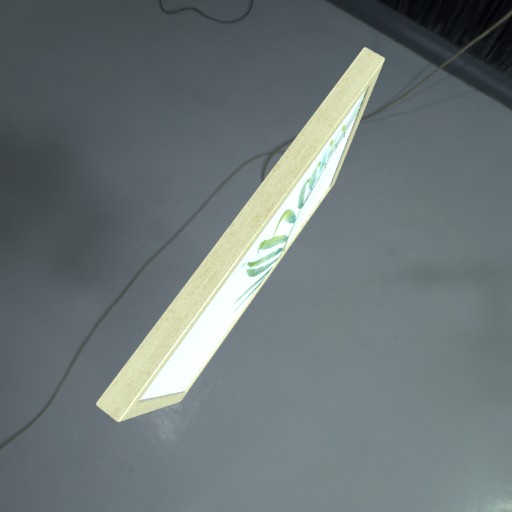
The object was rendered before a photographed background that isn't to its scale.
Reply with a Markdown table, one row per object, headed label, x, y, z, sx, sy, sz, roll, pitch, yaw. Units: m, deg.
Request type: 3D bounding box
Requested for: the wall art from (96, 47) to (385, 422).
| label | x | y | z | sx | sy | sz | roll | pitch | yaw |
| --- | --- | --- | --- | --- | --- | --- | --- | --- | --- |
| wall art | 0.000 | 0.000 | 0.694 | 0.032 | 0.381 | 0.533 | 34 | 77 | 9 |
